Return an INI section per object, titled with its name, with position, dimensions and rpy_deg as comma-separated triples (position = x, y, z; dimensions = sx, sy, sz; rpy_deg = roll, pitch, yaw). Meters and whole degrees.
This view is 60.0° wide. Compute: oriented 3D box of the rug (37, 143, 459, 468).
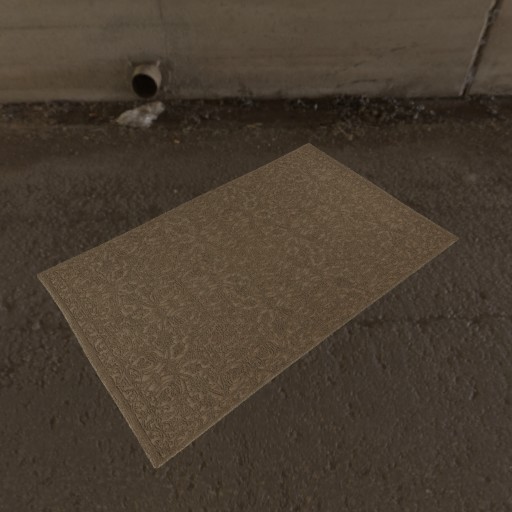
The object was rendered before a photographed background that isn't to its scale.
[rug]
position = 0.000, 0.000, 2.990
dimensions = 2.435, 0.012, 1.529
rpy_deg = -31, 54, -25
